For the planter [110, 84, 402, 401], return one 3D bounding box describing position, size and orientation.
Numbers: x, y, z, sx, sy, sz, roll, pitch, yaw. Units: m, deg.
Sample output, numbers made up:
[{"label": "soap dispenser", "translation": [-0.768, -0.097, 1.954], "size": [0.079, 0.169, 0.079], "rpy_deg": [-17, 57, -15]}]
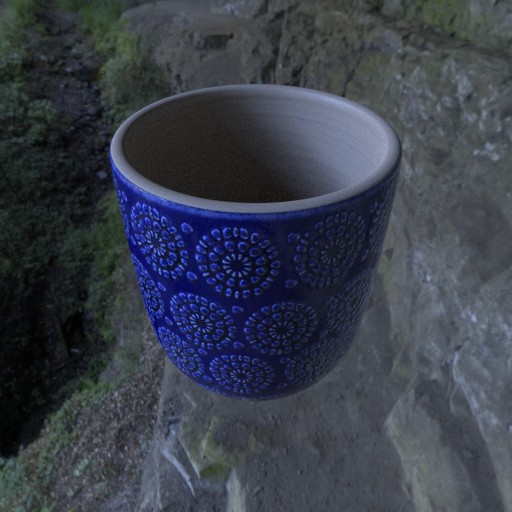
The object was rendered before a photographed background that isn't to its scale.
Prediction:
[{"label": "planter", "translation": [0.000, 0.000, 0.347], "size": [0.184, 0.206, 0.184], "rpy_deg": [0, 40, 0]}]
